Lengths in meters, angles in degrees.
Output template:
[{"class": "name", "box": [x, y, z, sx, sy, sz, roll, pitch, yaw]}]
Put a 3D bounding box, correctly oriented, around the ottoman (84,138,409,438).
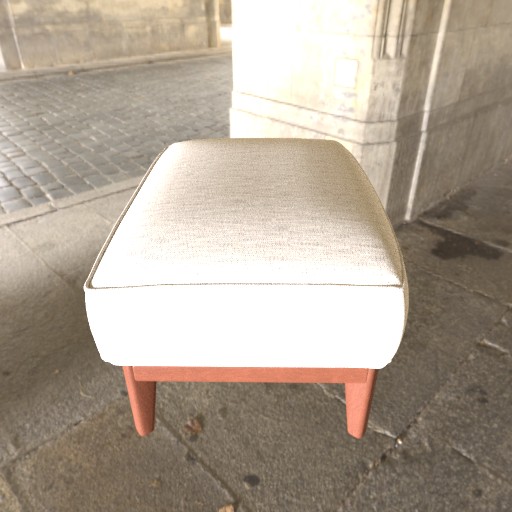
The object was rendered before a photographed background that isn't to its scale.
[{"class": "ottoman", "box": [0.000, 0.000, 1.149, 0.594, 0.465, 0.794, 0, 32, 1]}]
